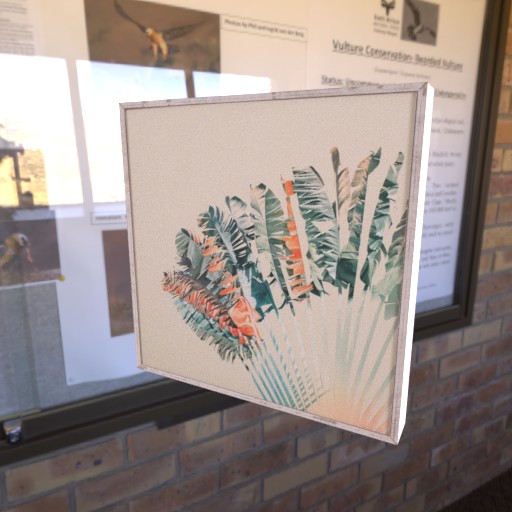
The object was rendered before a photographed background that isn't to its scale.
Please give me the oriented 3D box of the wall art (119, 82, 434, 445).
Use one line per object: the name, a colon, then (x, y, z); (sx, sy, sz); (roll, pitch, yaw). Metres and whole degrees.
wall art: (0.000, 0.000, 0.445); (0.305, 0.303, 0.038); (7, 15, 27)
